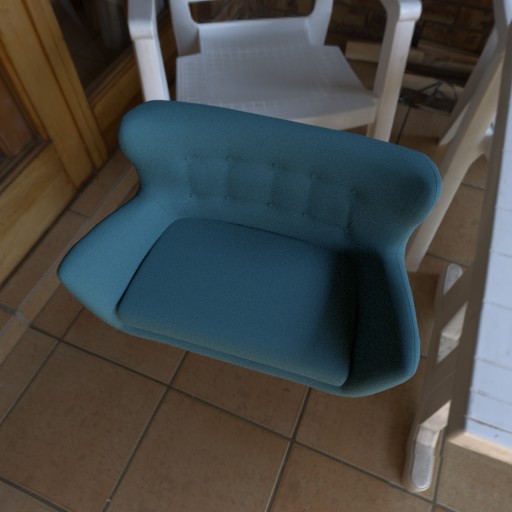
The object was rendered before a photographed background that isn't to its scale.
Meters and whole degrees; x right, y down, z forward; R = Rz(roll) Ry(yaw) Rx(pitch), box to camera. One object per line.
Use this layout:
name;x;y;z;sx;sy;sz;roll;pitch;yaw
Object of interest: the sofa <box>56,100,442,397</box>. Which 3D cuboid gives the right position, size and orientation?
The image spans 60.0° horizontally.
sofa;0.000;0.000;1.962;1.397;0.889;0.889;14;58;9
